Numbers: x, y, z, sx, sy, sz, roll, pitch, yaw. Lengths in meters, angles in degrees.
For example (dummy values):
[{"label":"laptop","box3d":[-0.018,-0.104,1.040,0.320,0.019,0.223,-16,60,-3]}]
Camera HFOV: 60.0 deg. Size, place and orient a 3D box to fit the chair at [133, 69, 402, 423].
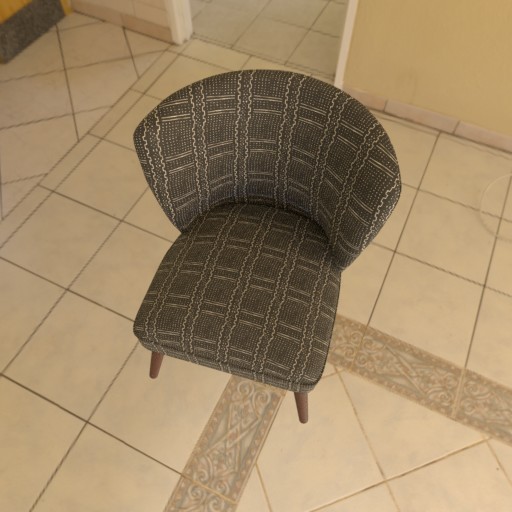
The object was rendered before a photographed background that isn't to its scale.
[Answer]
[{"label":"chair","box3d":[0.000,0.000,1.440,0.710,0.866,0.758,14,60,8]}]
